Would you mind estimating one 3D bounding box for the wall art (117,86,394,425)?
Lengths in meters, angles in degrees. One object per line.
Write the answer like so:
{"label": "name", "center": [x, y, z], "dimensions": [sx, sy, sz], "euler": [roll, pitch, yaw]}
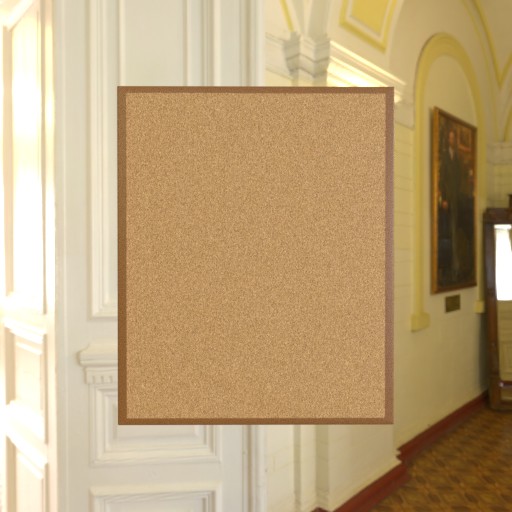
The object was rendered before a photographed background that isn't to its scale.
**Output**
{"label": "wall art", "center": [0.000, 0.000, 0.502], "dimensions": [0.310, 0.379, 0.015], "euler": [0, 0, 0]}
